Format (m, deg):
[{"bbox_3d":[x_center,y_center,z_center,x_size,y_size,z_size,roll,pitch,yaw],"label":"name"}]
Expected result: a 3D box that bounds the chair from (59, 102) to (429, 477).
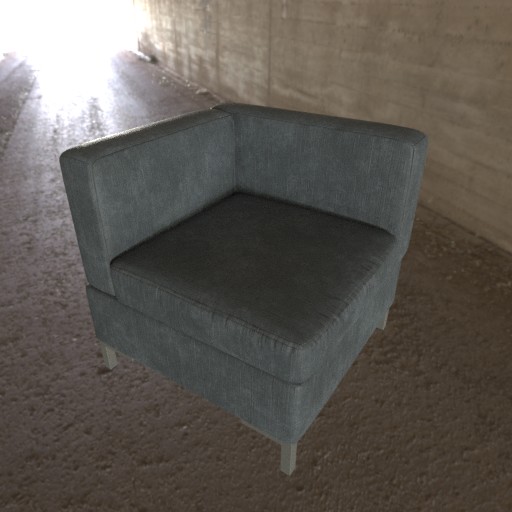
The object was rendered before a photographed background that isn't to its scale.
[{"bbox_3d":[0.000,0.000,1.218,0.680,0.660,0.680,19,35,28],"label":"chair"}]
